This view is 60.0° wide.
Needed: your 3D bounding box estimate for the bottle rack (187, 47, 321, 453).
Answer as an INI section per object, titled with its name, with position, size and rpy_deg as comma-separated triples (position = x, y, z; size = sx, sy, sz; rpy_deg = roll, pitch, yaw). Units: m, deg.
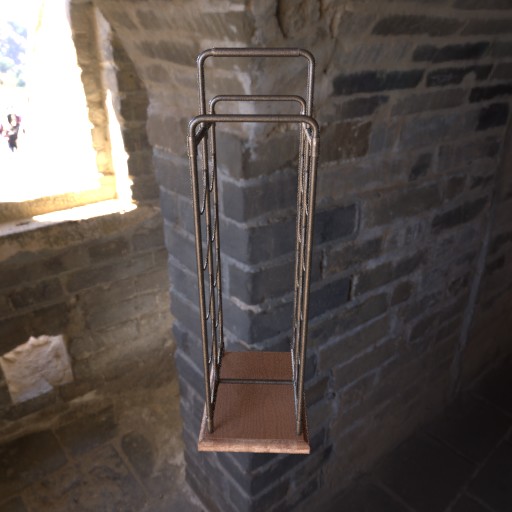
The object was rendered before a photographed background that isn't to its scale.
[bottle rack]
position = 0.000, 0.000, 0.799
size = 0.208, 0.680, 0.276
rpy_deg = 1, 26, 2
